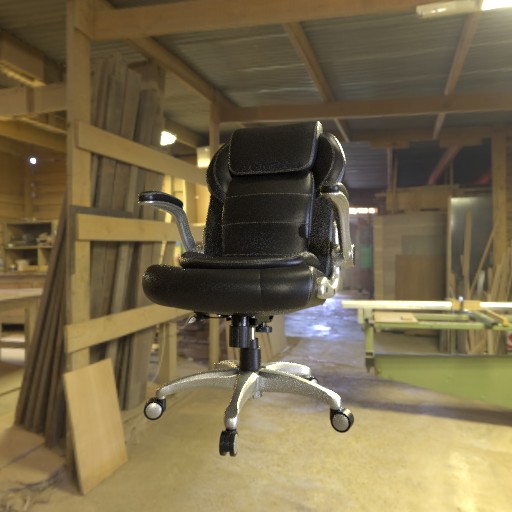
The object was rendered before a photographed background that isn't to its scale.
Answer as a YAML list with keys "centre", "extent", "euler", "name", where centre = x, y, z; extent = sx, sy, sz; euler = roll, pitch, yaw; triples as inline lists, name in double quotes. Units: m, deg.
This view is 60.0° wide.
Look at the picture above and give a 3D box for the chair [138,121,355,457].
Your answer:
- centre: [0.000, 0.000, 1.629]
  extent: [0.724, 1.141, 0.801]
  euler: [0, 0, 19]
  name: "chair"
